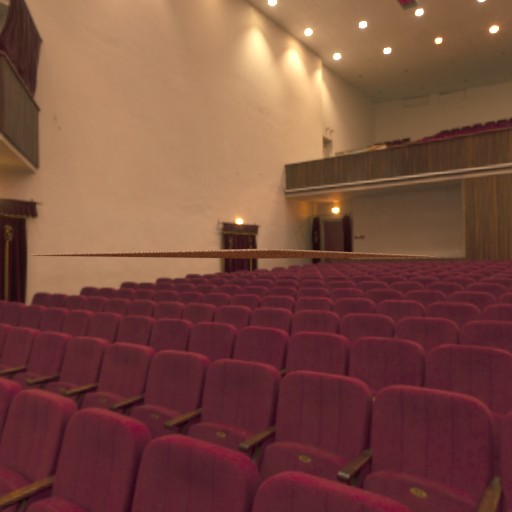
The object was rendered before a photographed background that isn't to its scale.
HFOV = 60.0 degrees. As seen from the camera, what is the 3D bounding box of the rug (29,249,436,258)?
[{"bbox_3d":[0.000,0.000,4.096,2.439,0.013,3.048,-1,-1,37],"label":"rug"}]
